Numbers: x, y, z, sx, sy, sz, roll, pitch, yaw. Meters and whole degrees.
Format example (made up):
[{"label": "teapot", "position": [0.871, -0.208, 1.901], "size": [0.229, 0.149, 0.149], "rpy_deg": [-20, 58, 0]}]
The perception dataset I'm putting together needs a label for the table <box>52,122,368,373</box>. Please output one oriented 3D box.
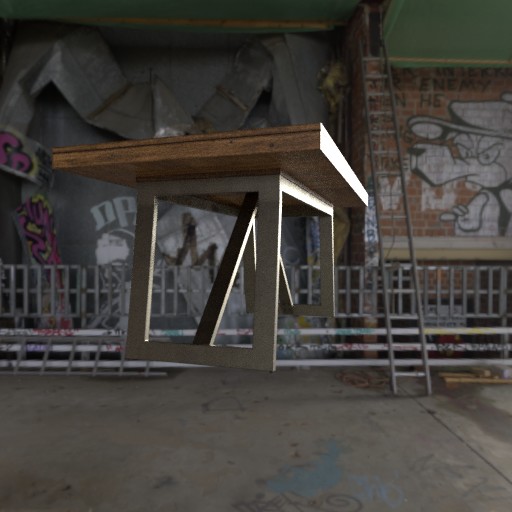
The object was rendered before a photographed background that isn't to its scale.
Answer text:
[{"label": "table", "position": [0.000, 0.000, 2.159], "size": [0.931, 0.757, 1.641], "rpy_deg": [0, 1, 19]}]
